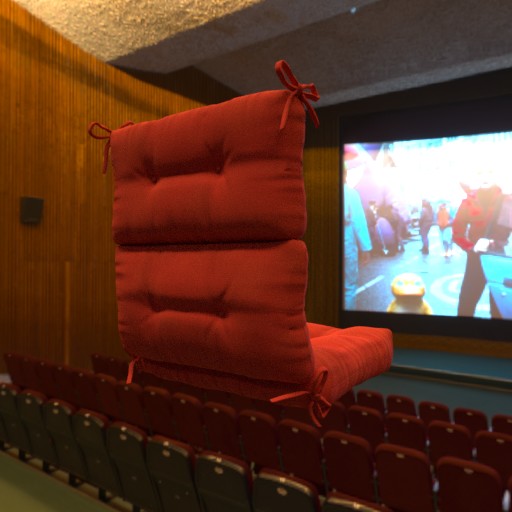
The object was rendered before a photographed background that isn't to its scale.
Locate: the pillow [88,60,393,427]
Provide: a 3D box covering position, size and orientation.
[{"bbox_3d":[0.000,0.000,1.035,0.519,0.605,0.571,0,-1,34],"label":"pillow"}]
